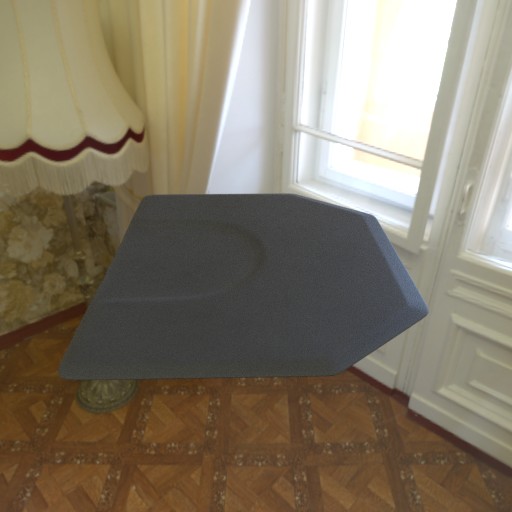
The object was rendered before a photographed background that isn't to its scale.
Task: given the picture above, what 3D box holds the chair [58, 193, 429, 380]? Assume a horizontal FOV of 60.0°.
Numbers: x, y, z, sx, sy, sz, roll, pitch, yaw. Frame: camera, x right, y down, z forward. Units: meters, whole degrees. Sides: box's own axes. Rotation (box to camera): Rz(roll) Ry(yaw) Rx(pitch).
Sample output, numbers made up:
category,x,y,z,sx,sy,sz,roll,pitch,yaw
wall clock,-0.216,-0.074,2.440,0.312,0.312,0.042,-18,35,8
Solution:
category,x,y,z,sx,sy,sz,roll,pitch,yaw
chair,0.000,0.000,1.887,1.219,0.024,1.372,-1,31,-1
